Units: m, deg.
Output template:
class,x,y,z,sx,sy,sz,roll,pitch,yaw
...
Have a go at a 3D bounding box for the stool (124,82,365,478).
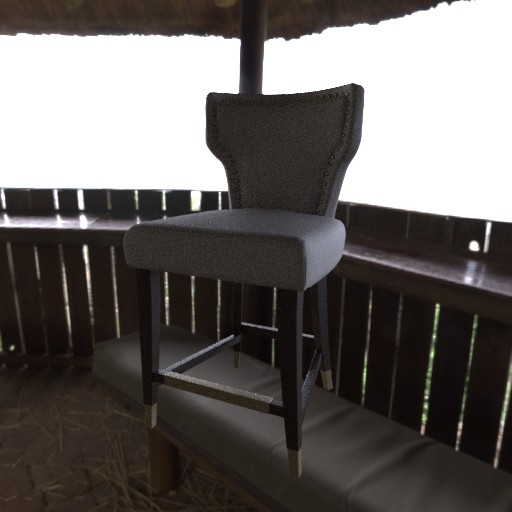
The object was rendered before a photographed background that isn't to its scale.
class,x,y,z,sx,sy,sz,roll,pitch,yaw
stool,0.000,0.000,1.315,0.527,0.982,0.563,6,15,25
